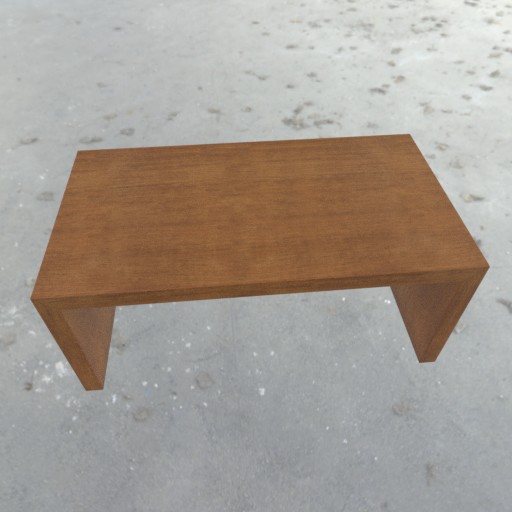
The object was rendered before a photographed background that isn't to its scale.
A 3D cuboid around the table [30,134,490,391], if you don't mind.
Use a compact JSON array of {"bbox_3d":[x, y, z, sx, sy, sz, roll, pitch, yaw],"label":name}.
[{"bbox_3d":[0.000,0.000,1.296,1.000,0.419,0.549,-4,47,-4],"label":"table"}]
